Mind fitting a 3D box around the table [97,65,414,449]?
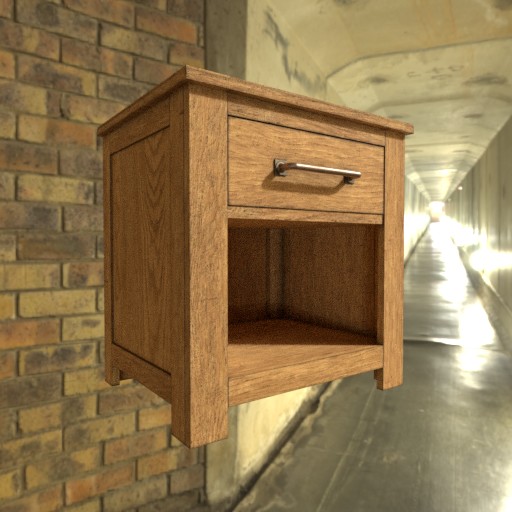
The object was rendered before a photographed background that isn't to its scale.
[{"bbox_3d":[0.000,0.000,1.066,0.601,0.625,0.494,-1,2,-36],"label":"table"}]
